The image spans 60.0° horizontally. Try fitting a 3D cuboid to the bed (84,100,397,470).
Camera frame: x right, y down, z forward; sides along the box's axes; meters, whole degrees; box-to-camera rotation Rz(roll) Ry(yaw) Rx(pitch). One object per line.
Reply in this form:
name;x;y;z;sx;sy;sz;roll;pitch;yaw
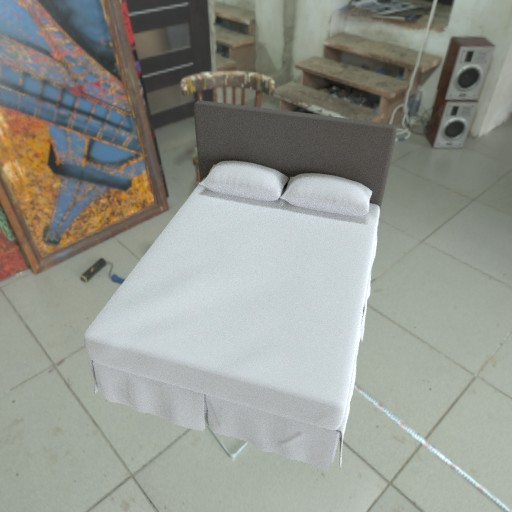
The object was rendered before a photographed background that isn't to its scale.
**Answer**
bed;0.000;0.000;3.198;1.723;1.330;2.142;12;42;13
